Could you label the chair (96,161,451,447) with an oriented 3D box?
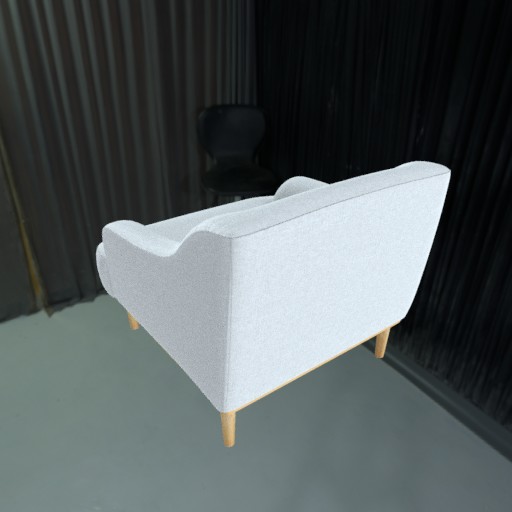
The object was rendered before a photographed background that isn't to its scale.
[{"bbox_3d":[0.000,0.000,1.651,0.946,0.818,0.951,-19,34,-30],"label":"chair"}]
